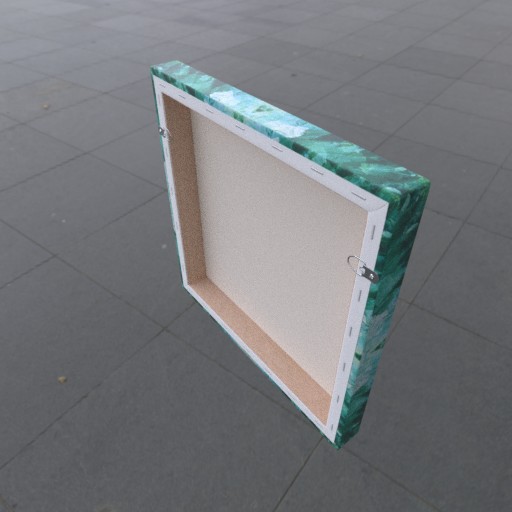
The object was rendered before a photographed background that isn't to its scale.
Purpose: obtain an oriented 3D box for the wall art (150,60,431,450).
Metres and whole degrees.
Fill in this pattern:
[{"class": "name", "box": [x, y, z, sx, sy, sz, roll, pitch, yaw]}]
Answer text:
[{"class": "wall art", "box": [0.000, 0.000, 0.463, 0.033, 0.313, 0.313, -27, 47, -28]}]
